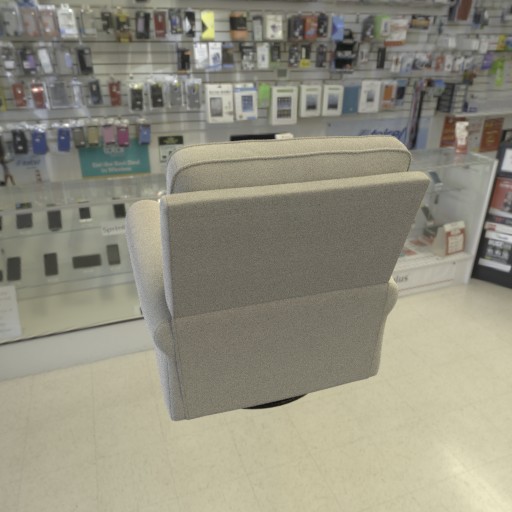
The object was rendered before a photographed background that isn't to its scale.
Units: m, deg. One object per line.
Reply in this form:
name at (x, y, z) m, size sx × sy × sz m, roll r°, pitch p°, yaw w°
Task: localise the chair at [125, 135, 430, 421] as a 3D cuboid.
chair at (0.000, 0.000, 1.626) m, size 0.890 × 0.960 × 0.878 m, roll -8°, pitch 27°, yaw -16°
